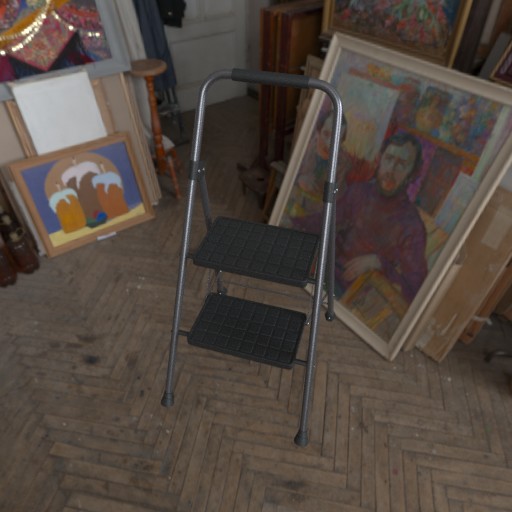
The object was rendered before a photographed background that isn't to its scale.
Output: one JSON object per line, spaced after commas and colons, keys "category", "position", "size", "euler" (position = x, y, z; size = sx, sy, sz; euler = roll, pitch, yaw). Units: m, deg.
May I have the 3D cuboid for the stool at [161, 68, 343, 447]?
{"category": "stool", "position": [0.000, 0.000, 1.168], "size": [0.450, 0.872, 0.514], "euler": [11, 43, 13]}
